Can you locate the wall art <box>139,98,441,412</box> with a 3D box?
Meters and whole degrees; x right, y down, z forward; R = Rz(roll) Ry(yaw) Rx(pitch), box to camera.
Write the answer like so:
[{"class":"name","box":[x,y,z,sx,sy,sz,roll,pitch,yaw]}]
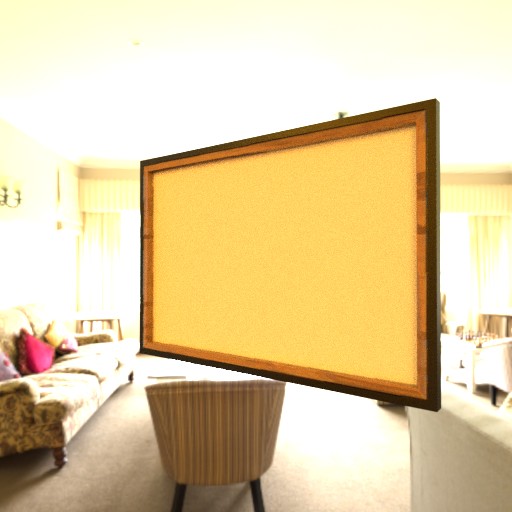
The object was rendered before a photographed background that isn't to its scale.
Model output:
[{"class":"wall art","box":[0.000,0.000,0.836,0.659,0.446,0.022,0,-1,37]}]
